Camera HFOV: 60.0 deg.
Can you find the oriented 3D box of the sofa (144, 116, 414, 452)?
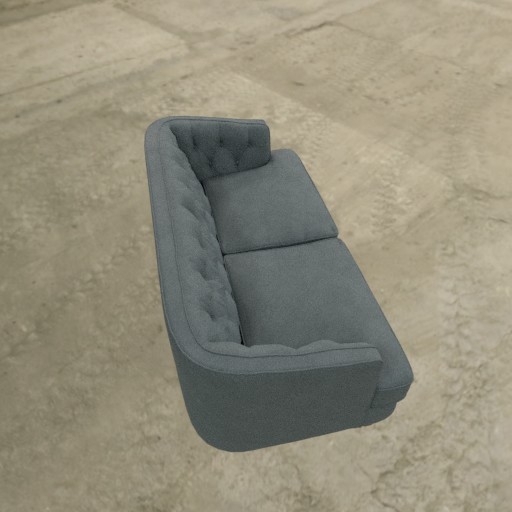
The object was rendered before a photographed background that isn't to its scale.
[{"bbox_3d":[0.000,0.000,2.276,0.941,0.855,1.733,-10,47,-9],"label":"sofa"}]
